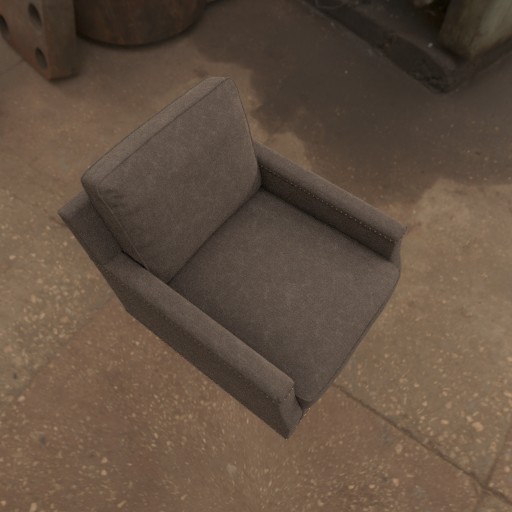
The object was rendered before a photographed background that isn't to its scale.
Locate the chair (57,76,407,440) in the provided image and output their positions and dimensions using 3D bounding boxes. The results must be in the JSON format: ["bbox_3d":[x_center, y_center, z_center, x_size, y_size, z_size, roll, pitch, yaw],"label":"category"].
[{"bbox_3d":[0.000,0.000,1.742,1.014,0.948,0.853,33,64,18],"label":"chair"}]
